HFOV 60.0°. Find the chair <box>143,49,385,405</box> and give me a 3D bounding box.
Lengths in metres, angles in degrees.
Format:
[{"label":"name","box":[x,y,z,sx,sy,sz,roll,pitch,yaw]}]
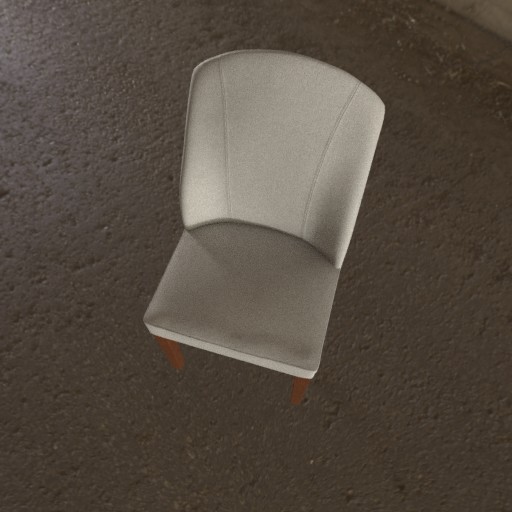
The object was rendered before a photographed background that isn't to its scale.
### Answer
[{"label":"chair","box":[0.000,0.000,1.223,0.472,0.893,0.540,14,60,9]}]
